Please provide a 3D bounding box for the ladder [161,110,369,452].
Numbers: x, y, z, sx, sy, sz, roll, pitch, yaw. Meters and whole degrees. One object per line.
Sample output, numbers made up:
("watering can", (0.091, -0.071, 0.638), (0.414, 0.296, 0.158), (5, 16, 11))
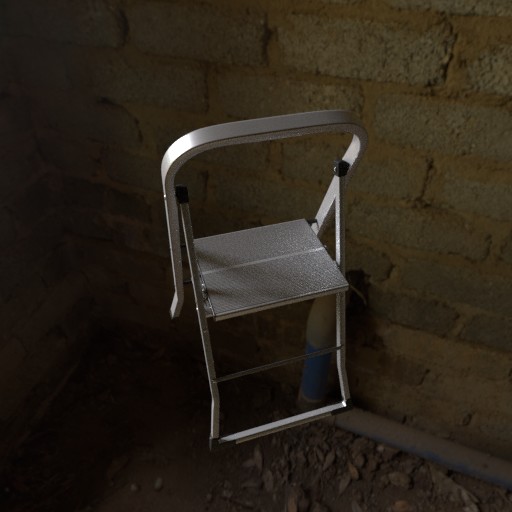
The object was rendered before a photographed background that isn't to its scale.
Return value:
("ladder", (0.000, 0.000, 1.130), (0.465, 0.830, 0.530), (-12, 42, -13))
